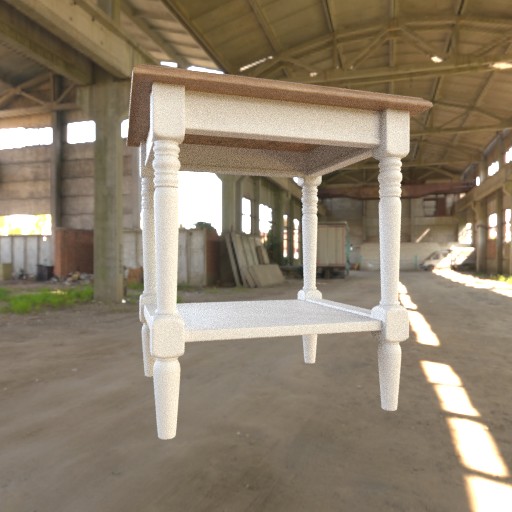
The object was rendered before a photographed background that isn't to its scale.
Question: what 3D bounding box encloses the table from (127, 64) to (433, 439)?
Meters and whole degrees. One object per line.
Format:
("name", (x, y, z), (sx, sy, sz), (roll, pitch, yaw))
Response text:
("table", (0.000, 0.000, 0.923), (0.508, 0.561, 0.457), (0, 0, -17))
